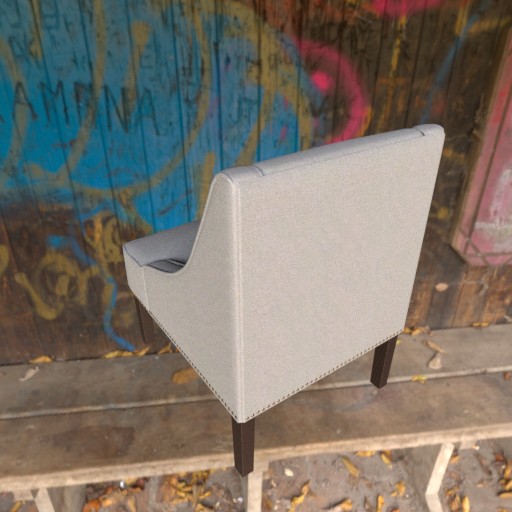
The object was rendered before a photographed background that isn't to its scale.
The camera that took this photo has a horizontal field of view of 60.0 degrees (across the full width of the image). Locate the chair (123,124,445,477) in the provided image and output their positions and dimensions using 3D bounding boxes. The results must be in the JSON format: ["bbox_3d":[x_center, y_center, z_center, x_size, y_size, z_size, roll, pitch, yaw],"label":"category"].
[{"bbox_3d":[0.000,0.000,1.389,0.631,0.867,0.747,-20,36,-30],"label":"chair"}]
